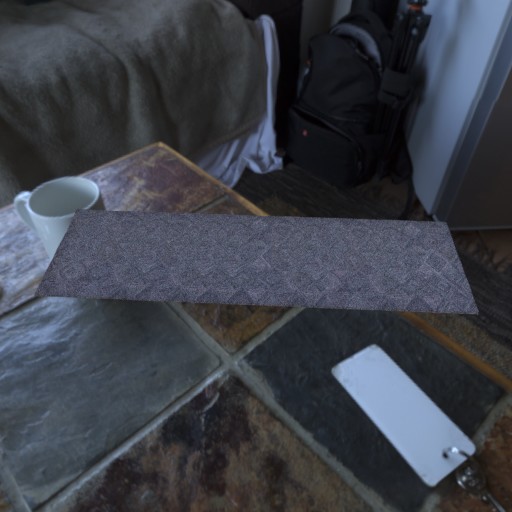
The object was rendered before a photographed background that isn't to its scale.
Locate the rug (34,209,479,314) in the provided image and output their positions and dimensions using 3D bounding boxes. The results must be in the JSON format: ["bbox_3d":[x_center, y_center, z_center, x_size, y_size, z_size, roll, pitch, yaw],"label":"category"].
[{"bbox_3d":[0.000,0.000,2.511,2.296,0.011,0.691,2,47,2],"label":"rug"}]
